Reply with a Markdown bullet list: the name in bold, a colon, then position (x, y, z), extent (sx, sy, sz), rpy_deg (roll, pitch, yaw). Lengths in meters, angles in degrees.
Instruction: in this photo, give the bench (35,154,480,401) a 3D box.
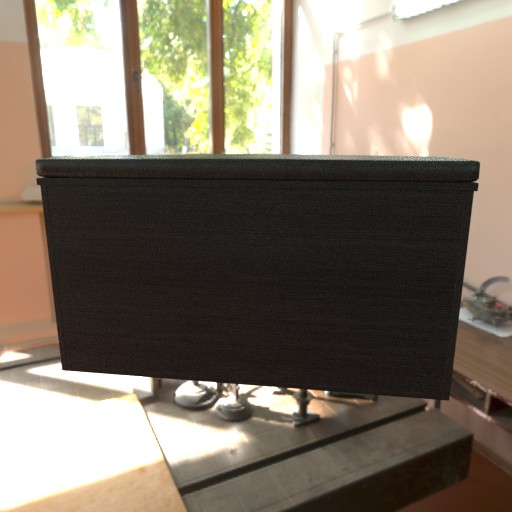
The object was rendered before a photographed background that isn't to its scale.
- **bench**: position (0.000, 0.000, 1.134), extent (0.905, 0.501, 0.401), rpy_deg (2, 14, 8)
